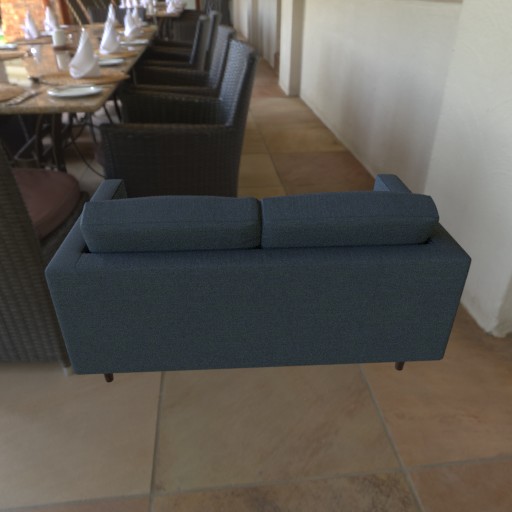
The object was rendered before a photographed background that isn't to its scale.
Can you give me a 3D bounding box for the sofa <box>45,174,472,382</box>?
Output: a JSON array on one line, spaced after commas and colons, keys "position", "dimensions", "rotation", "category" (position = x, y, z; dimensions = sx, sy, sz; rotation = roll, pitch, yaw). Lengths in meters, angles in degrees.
[{"position": [0.000, 0.000, 2.265], "dimensions": [1.659, 0.907, 0.999], "rotation": [-2, 31, -3], "category": "sofa"}]
